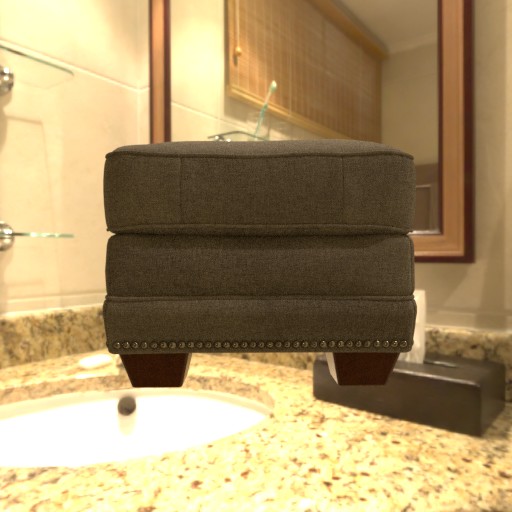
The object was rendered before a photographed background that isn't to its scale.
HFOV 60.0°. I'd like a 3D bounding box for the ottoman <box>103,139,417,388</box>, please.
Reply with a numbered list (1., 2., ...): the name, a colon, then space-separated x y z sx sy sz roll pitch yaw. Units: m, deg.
1. ottoman: 0.000 0.000 1.137 0.561 0.457 0.813 0 1 -1
